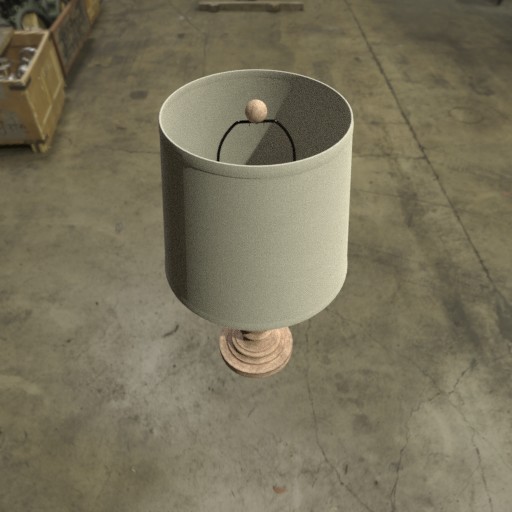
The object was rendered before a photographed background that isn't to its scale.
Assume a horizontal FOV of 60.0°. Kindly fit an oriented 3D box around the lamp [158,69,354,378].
[{"bbox_3d":[0.000,0.000,0.670,0.273,0.497,0.273,0,46,0],"label":"lamp"}]
